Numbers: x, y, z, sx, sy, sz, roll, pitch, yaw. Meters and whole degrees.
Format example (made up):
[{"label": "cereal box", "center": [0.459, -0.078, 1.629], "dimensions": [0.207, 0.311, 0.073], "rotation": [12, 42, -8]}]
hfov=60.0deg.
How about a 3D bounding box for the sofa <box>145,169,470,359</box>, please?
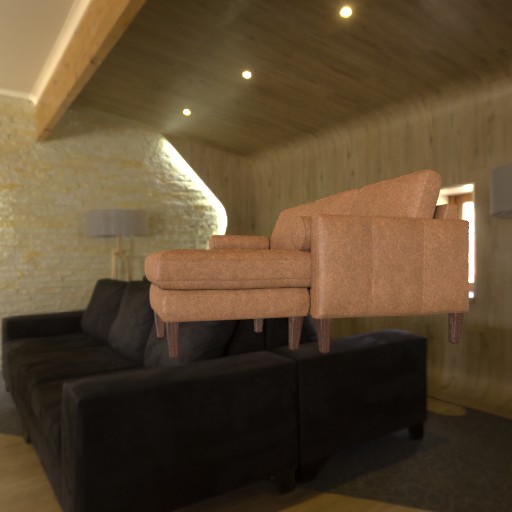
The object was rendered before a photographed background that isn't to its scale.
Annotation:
[{"label": "sofa", "center": [0.000, 0.000, 2.958], "dimensions": [1.506, 0.876, 2.178], "rotation": [0, 0, -18]}]
